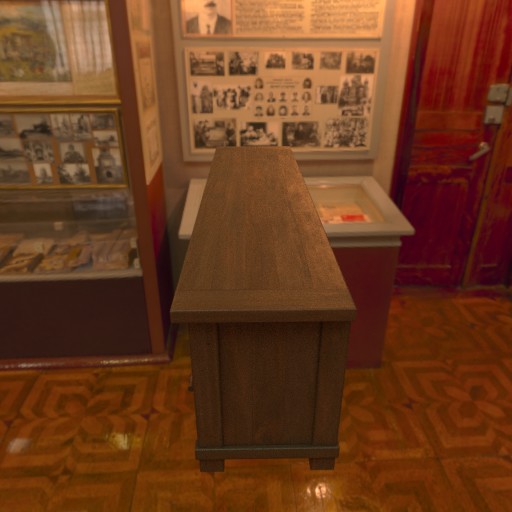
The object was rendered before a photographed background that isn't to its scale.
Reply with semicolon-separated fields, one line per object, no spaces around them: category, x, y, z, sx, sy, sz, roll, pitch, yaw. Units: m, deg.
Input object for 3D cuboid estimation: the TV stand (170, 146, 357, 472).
TV stand;0.000;0.000;2.058;0.471;0.615;1.866;0;26;-1
